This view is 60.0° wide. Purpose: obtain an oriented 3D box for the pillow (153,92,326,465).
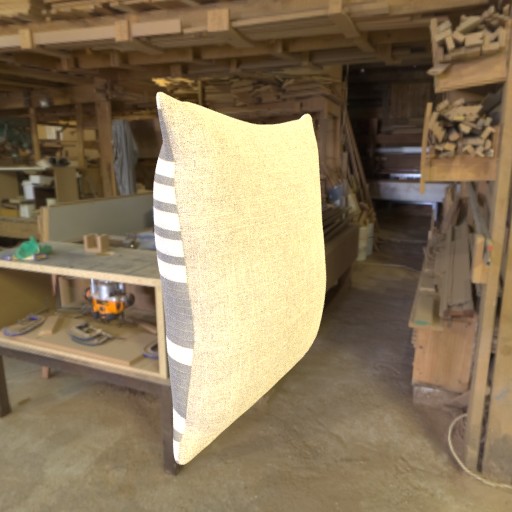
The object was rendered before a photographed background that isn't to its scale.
[{"bbox_3d":[0.000,0.000,0.675,0.182,0.440,0.439,7,15,26],"label":"pillow"}]
